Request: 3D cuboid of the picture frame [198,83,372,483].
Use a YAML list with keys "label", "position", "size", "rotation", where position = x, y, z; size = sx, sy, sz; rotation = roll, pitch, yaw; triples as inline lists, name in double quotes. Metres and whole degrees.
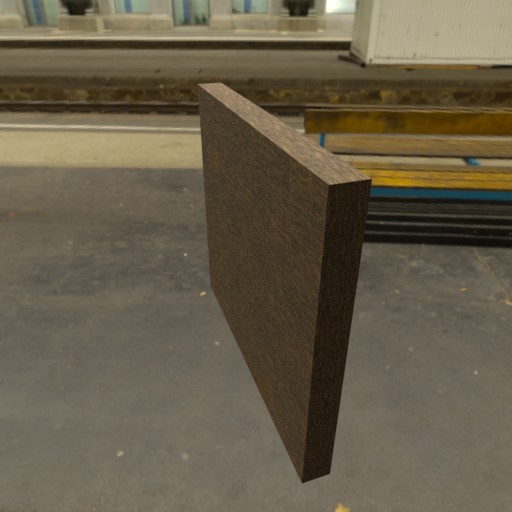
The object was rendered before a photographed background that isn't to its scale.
- label: "picture frame"
  position: [0.000, 0.000, 0.532]
  size: [0.033, 0.330, 0.378]
  rotation: [-10, 33, -17]
